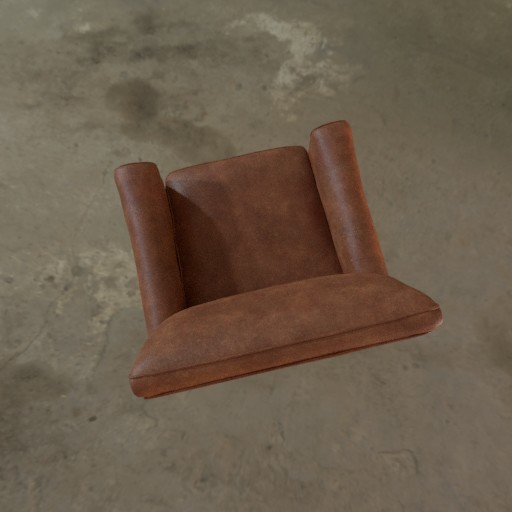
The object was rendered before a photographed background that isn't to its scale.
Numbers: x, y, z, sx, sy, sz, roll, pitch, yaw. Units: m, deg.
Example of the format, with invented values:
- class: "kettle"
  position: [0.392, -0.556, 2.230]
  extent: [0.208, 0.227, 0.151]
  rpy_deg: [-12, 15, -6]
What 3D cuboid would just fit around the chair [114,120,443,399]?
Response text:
- class: "chair"
  position: [0.000, 0.000, 1.648]
  extent: [0.870, 0.943, 0.823]
  rpy_deg: [-12, 76, -3]
